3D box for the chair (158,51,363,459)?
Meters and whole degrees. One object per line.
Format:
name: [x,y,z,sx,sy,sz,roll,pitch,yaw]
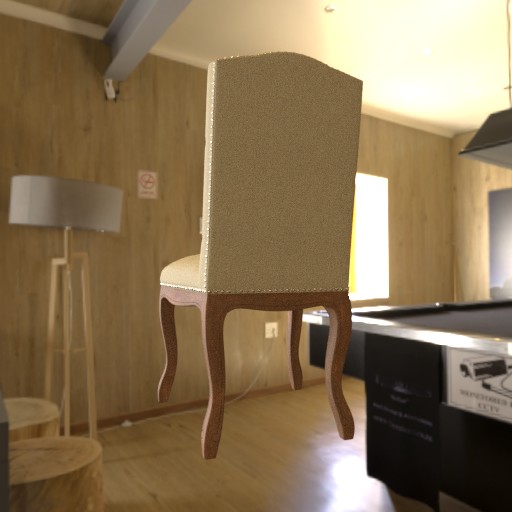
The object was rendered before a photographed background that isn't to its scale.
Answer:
chair: [0.000,0.000,1.587,0.623,1.165,0.715,0,-1,-18]
